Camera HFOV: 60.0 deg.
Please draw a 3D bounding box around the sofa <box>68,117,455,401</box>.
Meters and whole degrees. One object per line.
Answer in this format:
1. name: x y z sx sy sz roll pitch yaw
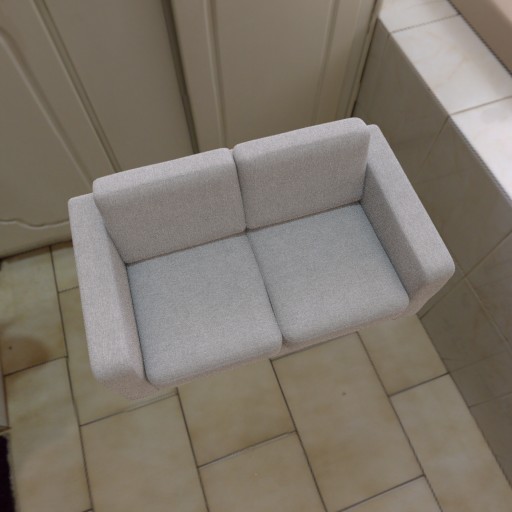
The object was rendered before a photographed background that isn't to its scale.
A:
1. sofa: 0.000 0.000 2.083 1.540 0.800 0.900 -15 65 -7
